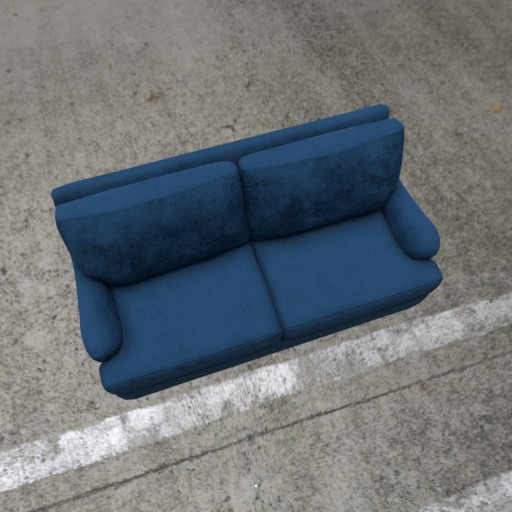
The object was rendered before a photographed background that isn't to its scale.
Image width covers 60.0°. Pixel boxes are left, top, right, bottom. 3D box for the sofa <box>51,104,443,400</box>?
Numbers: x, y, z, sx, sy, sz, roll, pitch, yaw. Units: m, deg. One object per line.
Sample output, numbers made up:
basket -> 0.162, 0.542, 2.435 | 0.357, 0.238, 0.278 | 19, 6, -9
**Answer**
sofa -> 0.000, 0.000, 2.766 | 2.141, 1.101, 1.084 | -16, 64, -8
